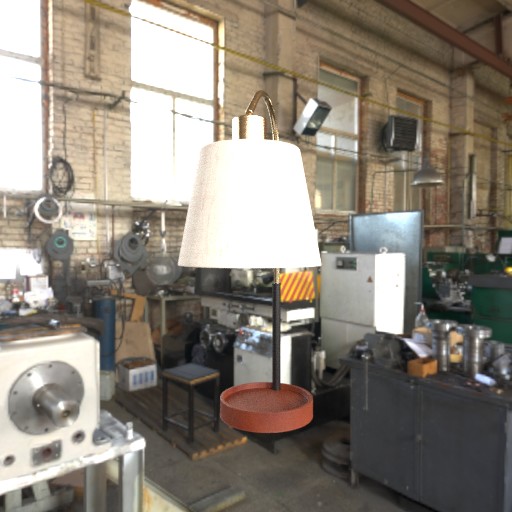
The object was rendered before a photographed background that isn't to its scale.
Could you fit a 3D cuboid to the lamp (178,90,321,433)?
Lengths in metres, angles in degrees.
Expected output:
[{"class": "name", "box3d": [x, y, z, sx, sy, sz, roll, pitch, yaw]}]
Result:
[{"class": "lamp", "box3d": [0.000, 0.000, 0.689, 0.211, 0.536, 0.273, 0, 1, 18]}]
